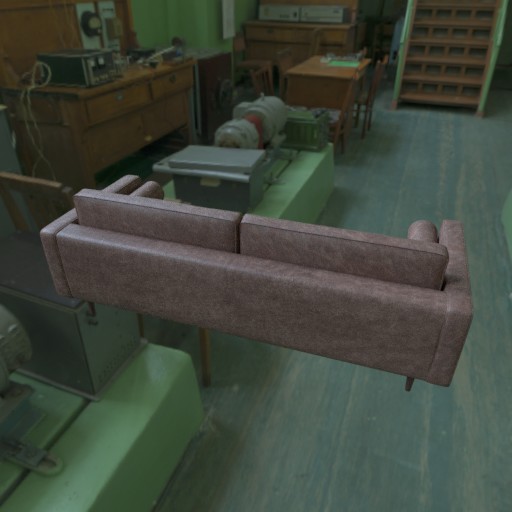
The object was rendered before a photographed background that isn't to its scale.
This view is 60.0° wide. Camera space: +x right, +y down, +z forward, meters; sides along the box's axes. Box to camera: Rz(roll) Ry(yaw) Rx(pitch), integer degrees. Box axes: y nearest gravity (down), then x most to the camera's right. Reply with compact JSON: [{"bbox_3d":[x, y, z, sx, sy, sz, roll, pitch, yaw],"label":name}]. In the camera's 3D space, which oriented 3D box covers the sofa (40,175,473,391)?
[{"bbox_3d":[0.000,0.000,2.569,2.210,0.762,0.914,10,34,16],"label":"sofa"}]
